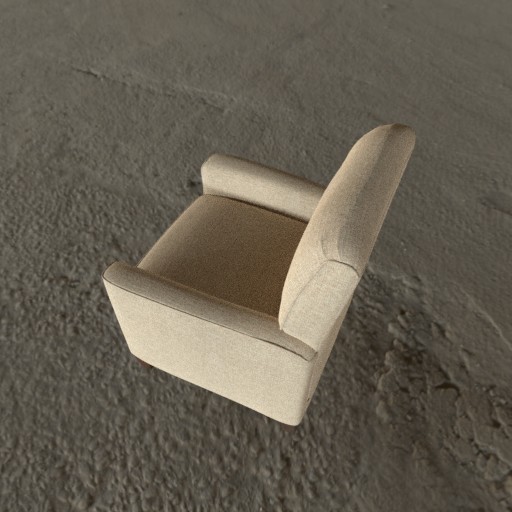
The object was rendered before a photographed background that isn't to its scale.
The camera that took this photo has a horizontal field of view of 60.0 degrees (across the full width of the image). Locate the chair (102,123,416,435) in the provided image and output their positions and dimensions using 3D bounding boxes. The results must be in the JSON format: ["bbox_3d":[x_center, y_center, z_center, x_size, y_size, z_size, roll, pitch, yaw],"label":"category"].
[{"bbox_3d":[0.000,0.000,1.692,0.858,1.028,0.841,19,50,17],"label":"chair"}]
